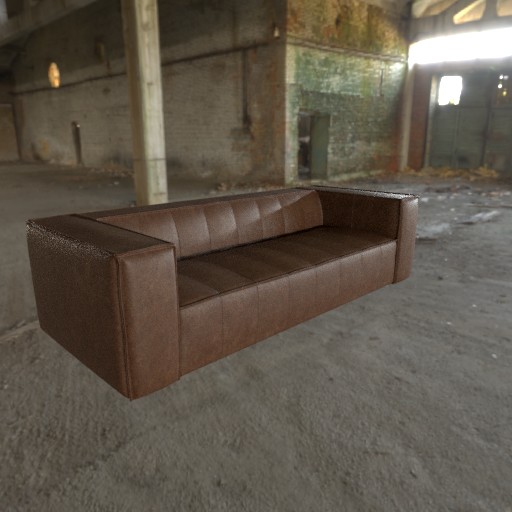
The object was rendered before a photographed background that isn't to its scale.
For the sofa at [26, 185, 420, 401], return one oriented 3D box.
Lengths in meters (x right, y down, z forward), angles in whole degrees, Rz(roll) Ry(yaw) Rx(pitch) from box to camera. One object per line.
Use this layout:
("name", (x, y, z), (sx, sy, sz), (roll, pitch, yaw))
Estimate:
("sofa", (0.000, 0.000, 3.000), (2.581, 0.701, 1.102), (-14, 21, -43))
